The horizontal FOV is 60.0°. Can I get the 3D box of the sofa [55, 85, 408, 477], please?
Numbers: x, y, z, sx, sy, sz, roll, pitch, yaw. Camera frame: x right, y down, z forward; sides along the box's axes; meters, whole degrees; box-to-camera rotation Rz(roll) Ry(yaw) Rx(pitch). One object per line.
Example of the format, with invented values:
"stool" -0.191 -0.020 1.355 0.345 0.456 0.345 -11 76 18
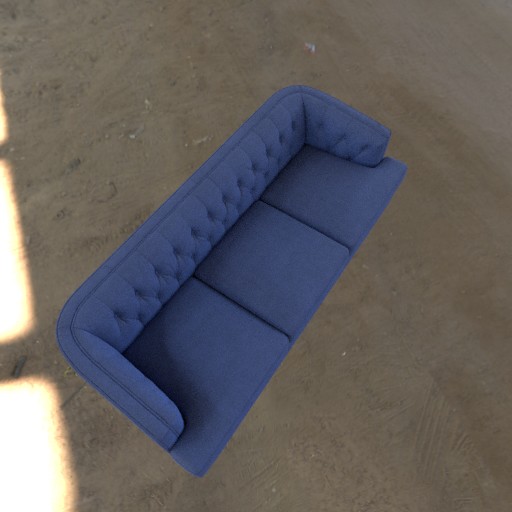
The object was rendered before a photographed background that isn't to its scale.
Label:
"sofa" 0.000 0.000 2.604 0.914 0.787 2.235 31 63 17
